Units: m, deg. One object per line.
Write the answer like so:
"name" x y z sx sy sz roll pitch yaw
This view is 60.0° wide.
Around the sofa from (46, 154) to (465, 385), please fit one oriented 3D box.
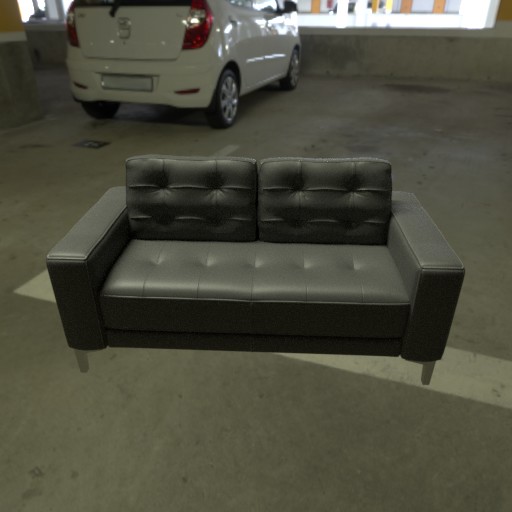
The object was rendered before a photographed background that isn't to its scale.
"sofa" 0.000 0.000 2.205 1.726 0.892 0.833 1 29 2
